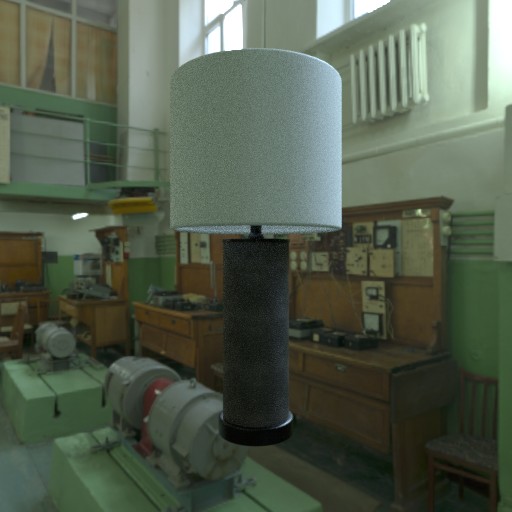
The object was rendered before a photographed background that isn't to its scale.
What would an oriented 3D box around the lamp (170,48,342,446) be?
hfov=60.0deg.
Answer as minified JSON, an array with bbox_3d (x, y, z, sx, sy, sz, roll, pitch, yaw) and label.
[{"bbox_3d":[0.000,0.000,0.804,0.305,0.634,0.305,0,0,-38],"label":"lamp"}]
